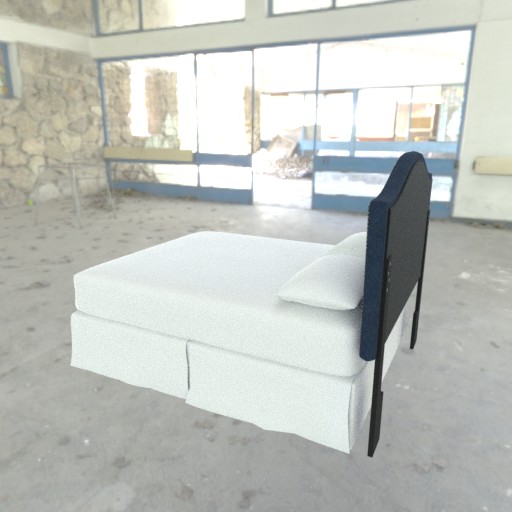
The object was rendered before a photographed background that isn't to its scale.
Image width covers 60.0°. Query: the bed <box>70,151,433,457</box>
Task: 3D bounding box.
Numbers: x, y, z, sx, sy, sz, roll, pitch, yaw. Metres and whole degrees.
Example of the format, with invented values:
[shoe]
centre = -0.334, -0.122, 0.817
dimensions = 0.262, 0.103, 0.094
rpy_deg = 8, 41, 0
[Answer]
[bed]
centre = 0.000, 0.000, 3.222
dimensions = 2.153, 1.518, 1.725
rpy_deg = 8, 17, 26
